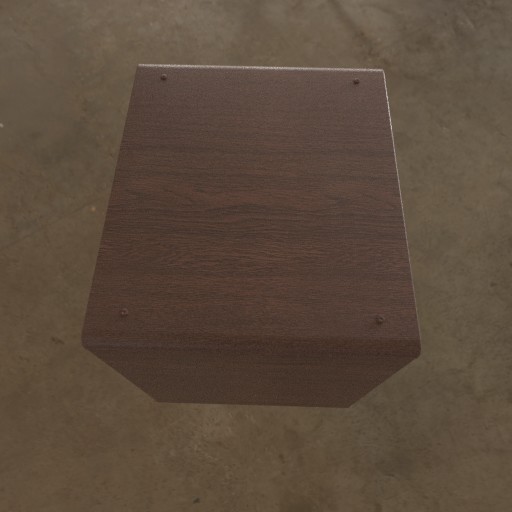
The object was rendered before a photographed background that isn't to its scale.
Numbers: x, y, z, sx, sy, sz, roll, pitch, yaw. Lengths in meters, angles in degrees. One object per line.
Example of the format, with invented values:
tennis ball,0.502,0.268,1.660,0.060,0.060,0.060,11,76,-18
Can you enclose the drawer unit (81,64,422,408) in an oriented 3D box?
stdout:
drawer unit,0.000,0.000,0.601,0.290,0.344,0.344,1,64,1
